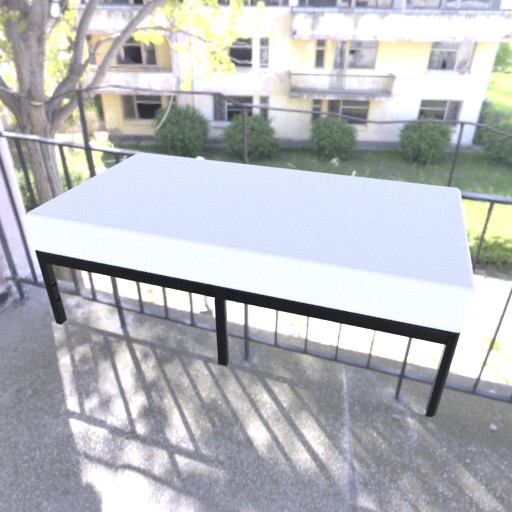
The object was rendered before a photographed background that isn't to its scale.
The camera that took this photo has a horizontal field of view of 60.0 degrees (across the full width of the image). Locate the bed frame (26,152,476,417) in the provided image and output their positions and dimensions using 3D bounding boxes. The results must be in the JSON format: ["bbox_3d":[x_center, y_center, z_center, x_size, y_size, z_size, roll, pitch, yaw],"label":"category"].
[{"bbox_3d":[0.000,0.000,2.370,1.950,0.659,1.023,10,32,16],"label":"bed frame"}]
